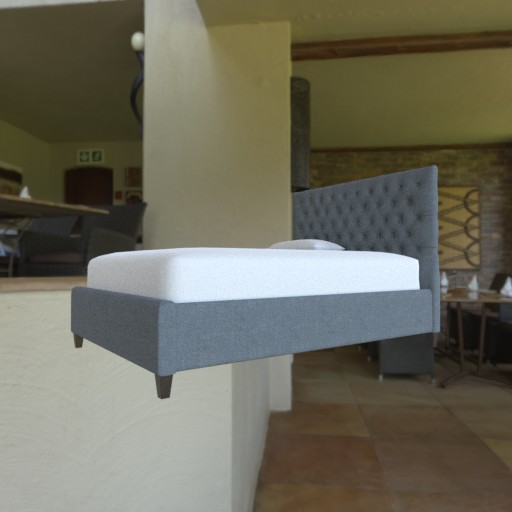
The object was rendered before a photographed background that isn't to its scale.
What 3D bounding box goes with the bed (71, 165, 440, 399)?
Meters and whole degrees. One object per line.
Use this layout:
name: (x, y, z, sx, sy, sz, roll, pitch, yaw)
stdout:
bed: (0.000, 0.000, 3.446, 2.335, 1.411, 1.698, 1, -1, -36)
